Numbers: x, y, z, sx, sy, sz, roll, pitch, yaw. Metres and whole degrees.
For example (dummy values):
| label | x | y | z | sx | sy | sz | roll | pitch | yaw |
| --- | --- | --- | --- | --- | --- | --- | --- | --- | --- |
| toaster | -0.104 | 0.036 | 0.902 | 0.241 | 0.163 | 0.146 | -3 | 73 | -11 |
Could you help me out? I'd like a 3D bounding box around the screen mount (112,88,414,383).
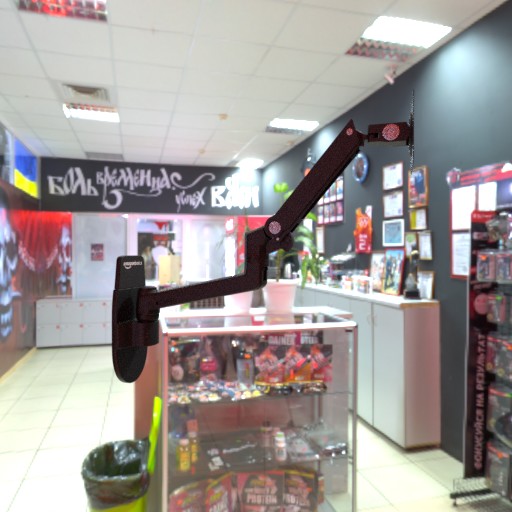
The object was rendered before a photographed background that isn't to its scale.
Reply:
| label | x | y | z | sx | sy | sz | roll | pitch | yaw |
| --- | --- | --- | --- | --- | --- | --- | --- | --- | --- |
| screen mount | 0.000 | 0.000 | 0.743 | 0.495 | 0.466 | 0.115 | 0 | 1 | 18 |
